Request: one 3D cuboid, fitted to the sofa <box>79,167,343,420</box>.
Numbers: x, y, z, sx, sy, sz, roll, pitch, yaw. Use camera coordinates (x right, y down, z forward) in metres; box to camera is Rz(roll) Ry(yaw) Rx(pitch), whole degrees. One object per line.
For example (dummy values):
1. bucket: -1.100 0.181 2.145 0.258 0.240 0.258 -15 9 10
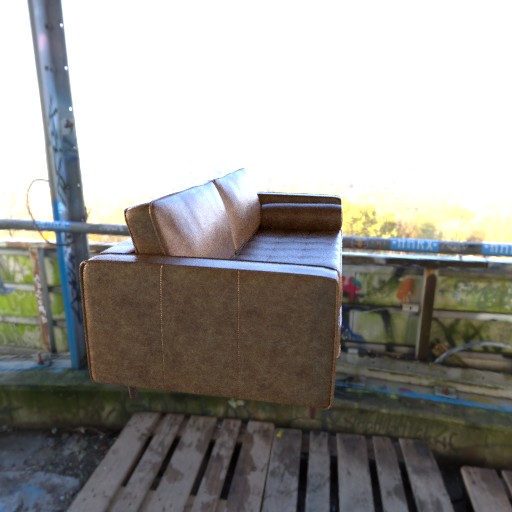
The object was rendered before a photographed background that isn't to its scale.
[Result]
1. sofa: 0.000 0.000 2.405 0.924 0.825 1.920 3 16 10
